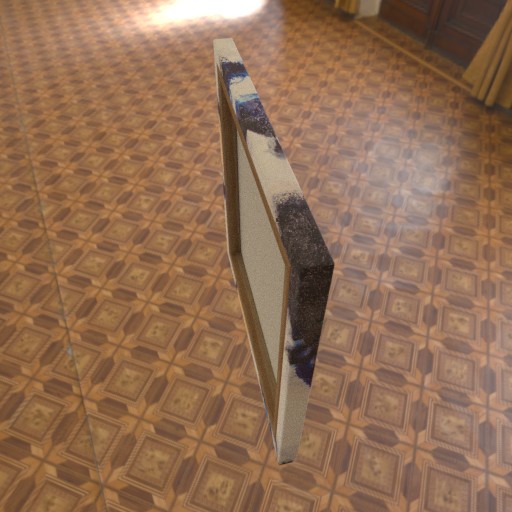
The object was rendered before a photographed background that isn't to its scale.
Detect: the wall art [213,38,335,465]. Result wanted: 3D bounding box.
[{"bbox_3d":[0.000,0.000,0.885,0.039,0.609,0.609,-9,48,-8],"label":"wall art"}]
